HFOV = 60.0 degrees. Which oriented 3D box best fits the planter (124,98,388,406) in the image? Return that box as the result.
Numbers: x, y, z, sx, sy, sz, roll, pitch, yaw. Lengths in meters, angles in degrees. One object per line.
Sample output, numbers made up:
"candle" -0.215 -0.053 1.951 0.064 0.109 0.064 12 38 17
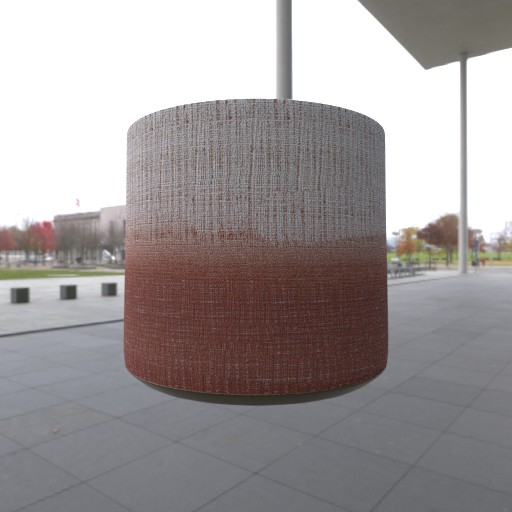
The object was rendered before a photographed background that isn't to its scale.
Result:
"planter" 0.000 0.000 0.386 0.221 0.201 0.221 0 0 0
